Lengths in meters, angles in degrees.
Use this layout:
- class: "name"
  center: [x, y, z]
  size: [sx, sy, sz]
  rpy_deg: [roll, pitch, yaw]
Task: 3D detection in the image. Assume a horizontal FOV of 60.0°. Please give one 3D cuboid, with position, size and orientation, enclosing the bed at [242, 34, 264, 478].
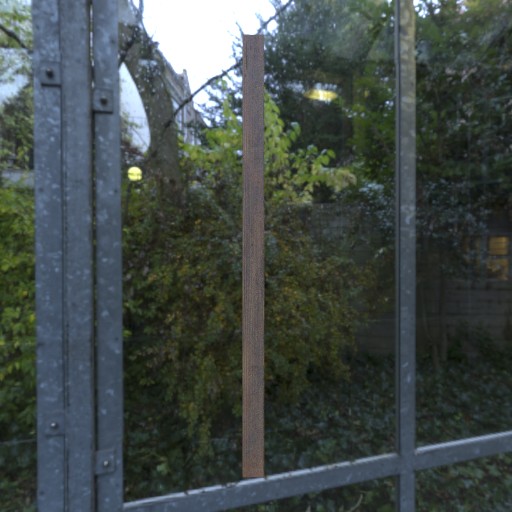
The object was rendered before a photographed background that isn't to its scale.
- class: "bed"
  center: [0.000, 0.000, 1.462]
  size: [0.046, 0.942, 1.046]
  rpy_deg: [0, 0, 1]
